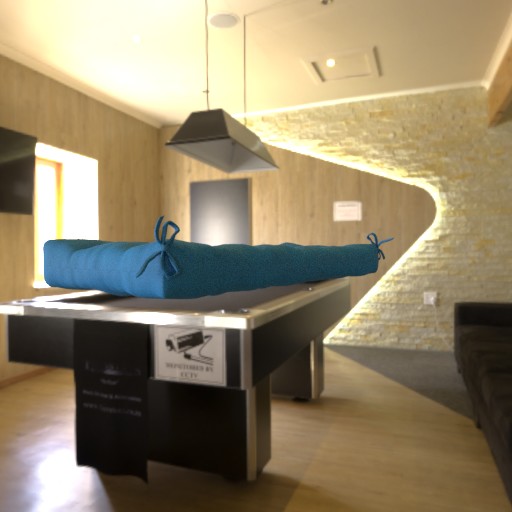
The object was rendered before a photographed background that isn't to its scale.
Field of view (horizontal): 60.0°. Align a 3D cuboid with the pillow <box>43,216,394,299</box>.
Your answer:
[{"bbox_3d":[0.000,0.000,1.377,0.511,0.174,1.194,1,1,36],"label":"pillow"}]
